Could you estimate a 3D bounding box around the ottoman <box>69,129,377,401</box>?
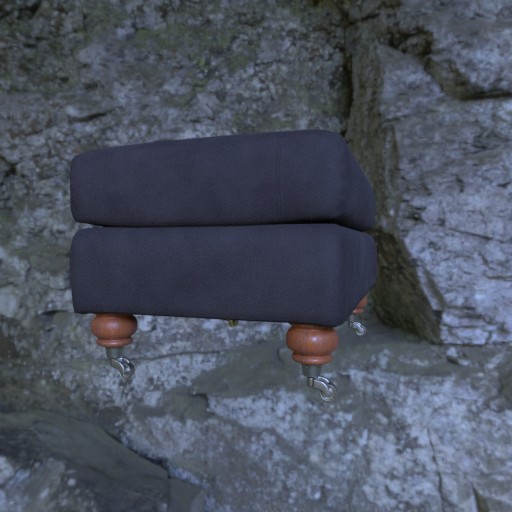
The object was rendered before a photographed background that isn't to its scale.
[{"bbox_3d":[0.000,0.000,1.155,0.574,0.497,0.773,0,1,19],"label":"ottoman"}]
